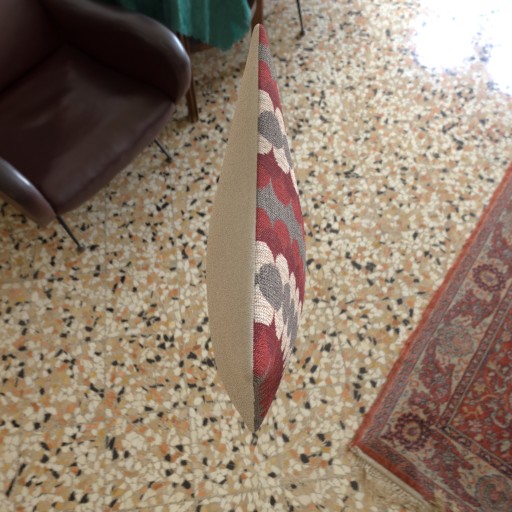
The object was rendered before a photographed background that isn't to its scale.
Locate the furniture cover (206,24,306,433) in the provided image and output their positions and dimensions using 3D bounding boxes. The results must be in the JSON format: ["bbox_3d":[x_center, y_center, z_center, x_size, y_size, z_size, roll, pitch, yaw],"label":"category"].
[{"bbox_3d":[0.000,0.000,0.625,0.145,0.420,0.435,1,64,0],"label":"furniture cover"}]
